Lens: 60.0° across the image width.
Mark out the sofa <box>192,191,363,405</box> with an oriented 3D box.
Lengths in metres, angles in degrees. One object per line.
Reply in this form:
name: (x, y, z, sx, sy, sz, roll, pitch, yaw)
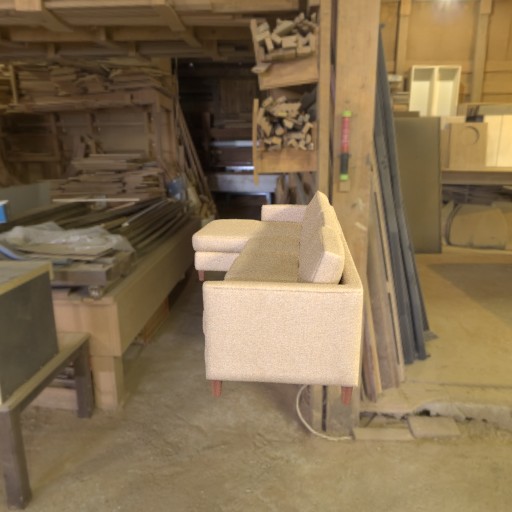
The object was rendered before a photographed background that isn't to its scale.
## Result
sofa: (0.000, 0.000, 3.915, 1.502, 0.876, 3.201, 2, 14, 6)
